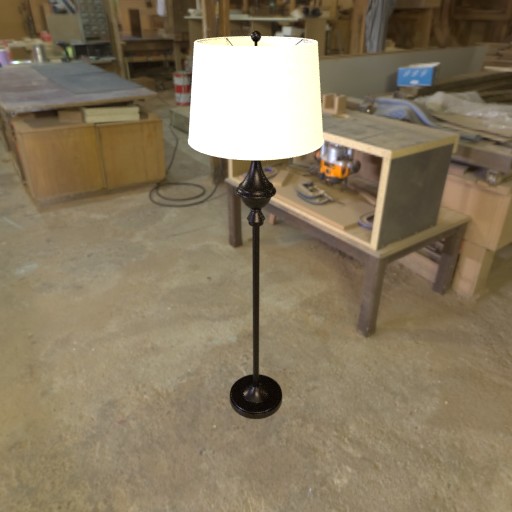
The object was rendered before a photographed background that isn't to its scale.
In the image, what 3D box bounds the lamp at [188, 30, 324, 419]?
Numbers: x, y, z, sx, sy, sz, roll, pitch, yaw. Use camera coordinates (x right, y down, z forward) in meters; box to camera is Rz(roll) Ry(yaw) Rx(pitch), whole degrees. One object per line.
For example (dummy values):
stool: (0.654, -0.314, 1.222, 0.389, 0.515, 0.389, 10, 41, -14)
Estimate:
lamp: (0.000, 0.000, 1.635, 0.431, 1.484, 0.431, 0, 30, 0)
